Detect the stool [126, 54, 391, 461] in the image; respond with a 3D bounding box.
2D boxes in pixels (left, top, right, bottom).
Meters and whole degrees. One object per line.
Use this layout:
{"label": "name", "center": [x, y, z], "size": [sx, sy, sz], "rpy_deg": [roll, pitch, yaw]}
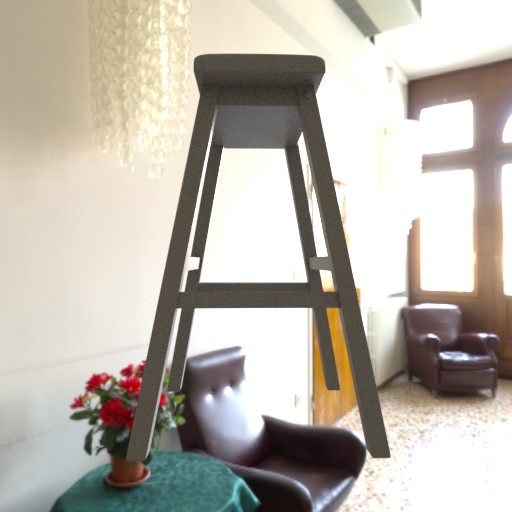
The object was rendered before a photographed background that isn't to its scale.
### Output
{"label": "stool", "center": [0.000, 0.000, 1.028], "size": [0.476, 0.737, 0.457], "rpy_deg": [0, -1, -2]}
